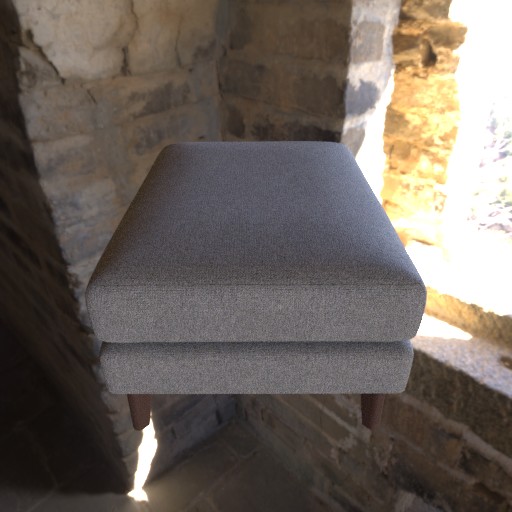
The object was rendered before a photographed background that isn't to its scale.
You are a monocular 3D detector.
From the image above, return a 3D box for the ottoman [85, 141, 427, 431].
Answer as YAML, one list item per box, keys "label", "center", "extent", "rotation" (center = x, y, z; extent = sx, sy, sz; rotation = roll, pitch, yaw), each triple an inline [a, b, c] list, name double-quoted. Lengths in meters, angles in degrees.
- label: "ottoman"
  center: [0.000, 0.000, 1.193]
  extent: [0.611, 0.441, 0.821]
  rotation: [0, 32, 0]
